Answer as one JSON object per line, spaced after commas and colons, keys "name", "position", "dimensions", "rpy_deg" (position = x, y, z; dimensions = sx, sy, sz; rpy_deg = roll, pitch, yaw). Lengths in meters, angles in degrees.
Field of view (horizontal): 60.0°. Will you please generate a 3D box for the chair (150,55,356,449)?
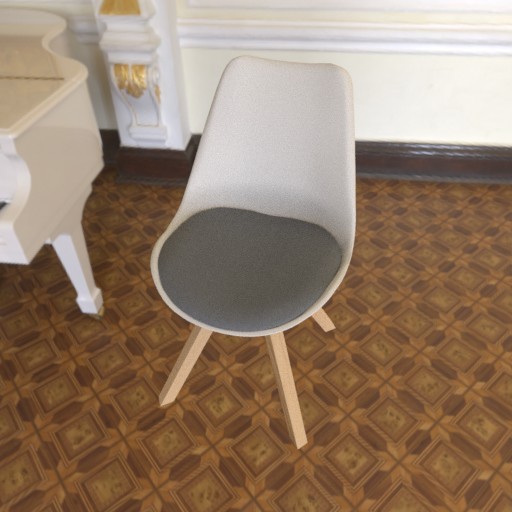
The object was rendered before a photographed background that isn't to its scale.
{"name": "chair", "position": [0.000, 0.000, 1.171], "dimensions": [0.485, 0.850, 0.550], "rpy_deg": [12, 42, 14]}
